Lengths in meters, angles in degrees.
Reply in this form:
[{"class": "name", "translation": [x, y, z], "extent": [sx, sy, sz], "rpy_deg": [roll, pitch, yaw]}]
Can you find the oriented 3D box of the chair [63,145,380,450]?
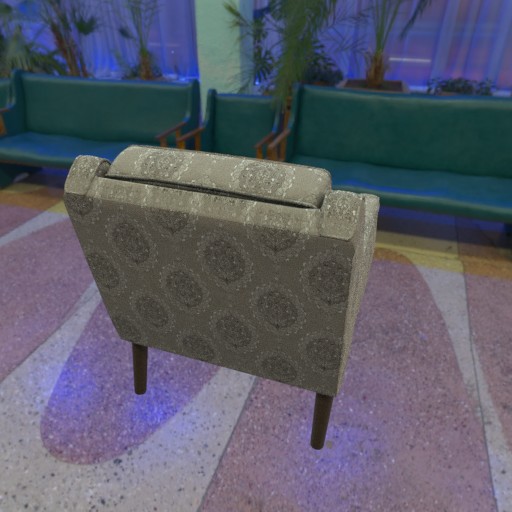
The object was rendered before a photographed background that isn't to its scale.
[{"class": "chair", "translation": [0.000, 0.000, 1.355], "extent": [0.665, 0.797, 0.750], "rpy_deg": [11, 34, 16]}]
